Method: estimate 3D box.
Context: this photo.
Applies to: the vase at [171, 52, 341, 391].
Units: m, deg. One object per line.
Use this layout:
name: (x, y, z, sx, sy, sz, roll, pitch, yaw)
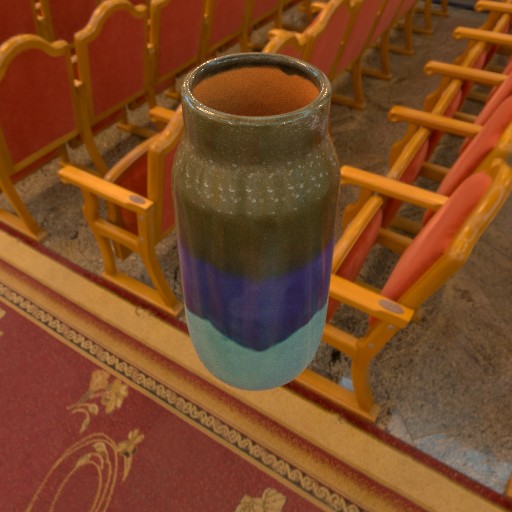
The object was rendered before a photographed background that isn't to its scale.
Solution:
vase: (0.000, 0.000, 0.385, 0.139, 0.313, 0.139, 0, 47, 0)
